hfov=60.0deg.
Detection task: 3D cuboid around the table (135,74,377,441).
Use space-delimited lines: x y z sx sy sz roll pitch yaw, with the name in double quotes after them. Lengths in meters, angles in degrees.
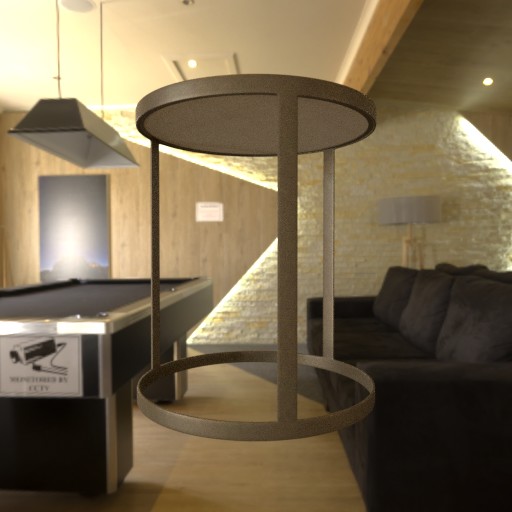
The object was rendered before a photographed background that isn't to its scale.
0.000 0.000 0.920 0.480 0.565 0.480 0 1 0 "table"
